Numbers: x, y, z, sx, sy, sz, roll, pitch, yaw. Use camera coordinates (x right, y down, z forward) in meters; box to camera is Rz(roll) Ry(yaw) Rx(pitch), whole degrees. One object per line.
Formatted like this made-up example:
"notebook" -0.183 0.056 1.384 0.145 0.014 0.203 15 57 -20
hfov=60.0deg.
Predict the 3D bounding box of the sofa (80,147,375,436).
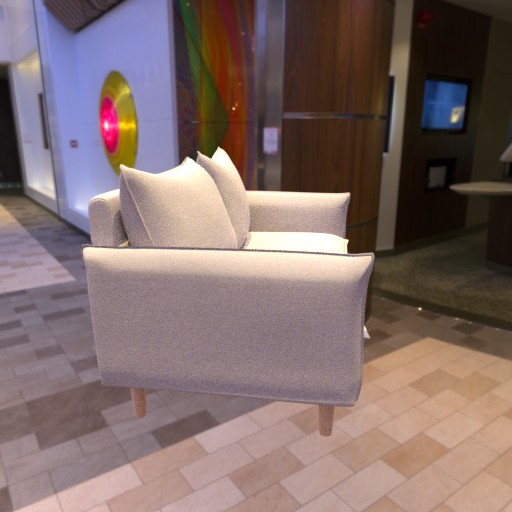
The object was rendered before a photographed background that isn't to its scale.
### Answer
"sofa" 0.000 0.000 1.832 0.820 0.840 1.300 2 16 8
